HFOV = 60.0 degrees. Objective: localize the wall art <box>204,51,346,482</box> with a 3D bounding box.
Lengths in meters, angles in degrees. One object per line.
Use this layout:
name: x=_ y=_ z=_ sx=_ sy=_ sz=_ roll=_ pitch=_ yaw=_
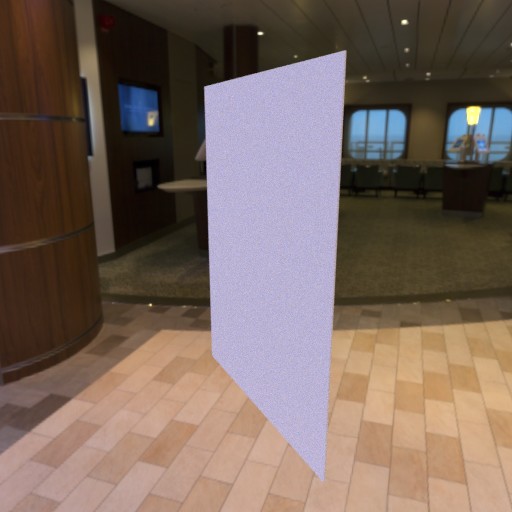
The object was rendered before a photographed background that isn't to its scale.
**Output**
wall art: x=0.000 y=0.000 z=0.796 sx=0.003 sy=0.610 sz=0.457 roll=-8 pitch=17 yaw=-26
